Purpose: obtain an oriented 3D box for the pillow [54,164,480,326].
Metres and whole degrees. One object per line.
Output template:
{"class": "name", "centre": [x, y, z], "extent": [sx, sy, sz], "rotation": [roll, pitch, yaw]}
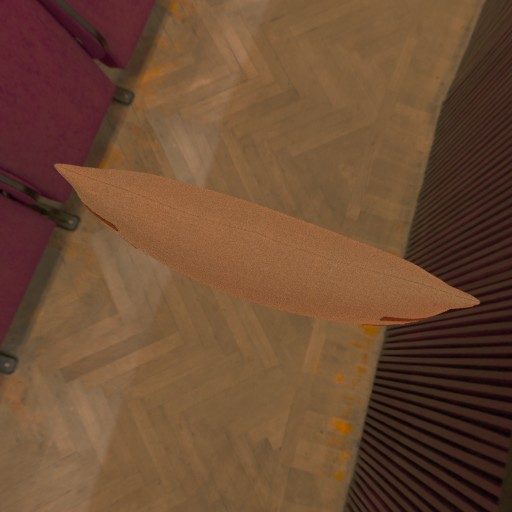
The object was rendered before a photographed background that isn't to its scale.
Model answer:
{"class": "pillow", "centre": [0.000, 0.000, 0.737], "extent": [0.612, 0.308, 0.148], "rotation": [18, 78, 4]}
